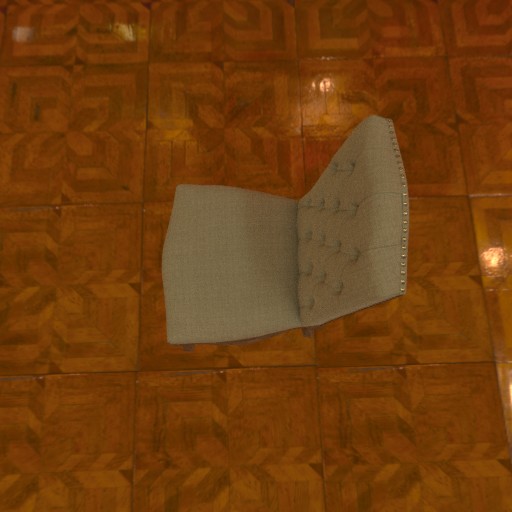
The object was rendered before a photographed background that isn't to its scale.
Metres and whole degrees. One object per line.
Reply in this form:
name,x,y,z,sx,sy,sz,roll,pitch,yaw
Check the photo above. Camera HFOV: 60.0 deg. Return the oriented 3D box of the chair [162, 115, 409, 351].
chair,0.000,0.000,1.622,0.731,1.191,0.637,0,75,0
